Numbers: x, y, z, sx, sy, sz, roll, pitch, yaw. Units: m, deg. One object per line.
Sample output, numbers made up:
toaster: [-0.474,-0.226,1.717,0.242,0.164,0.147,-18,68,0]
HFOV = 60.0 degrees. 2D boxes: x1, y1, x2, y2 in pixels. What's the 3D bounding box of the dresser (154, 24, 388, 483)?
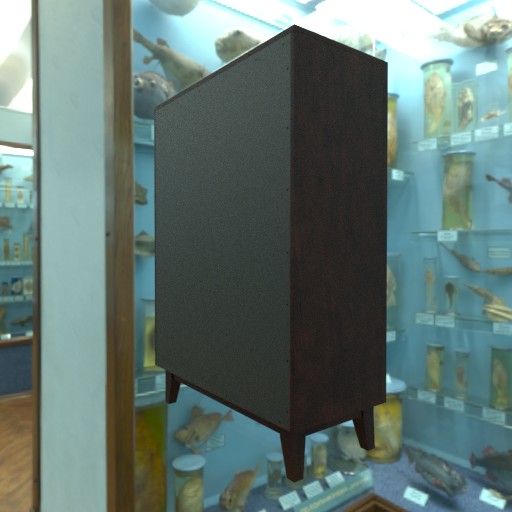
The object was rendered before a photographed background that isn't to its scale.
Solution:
dresser: [0.000,0.000,2.018,0.506,1.514,1.072,-1,1,-37]
